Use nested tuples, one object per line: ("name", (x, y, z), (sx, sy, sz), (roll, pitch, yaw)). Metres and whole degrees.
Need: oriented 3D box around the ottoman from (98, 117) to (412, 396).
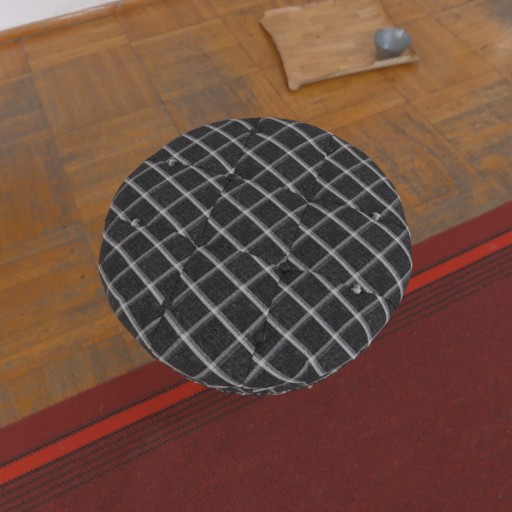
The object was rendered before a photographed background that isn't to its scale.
("ottoman", (0.000, 0.000, 1.396), (0.901, 0.439, 0.901), (0, 58, 0))
